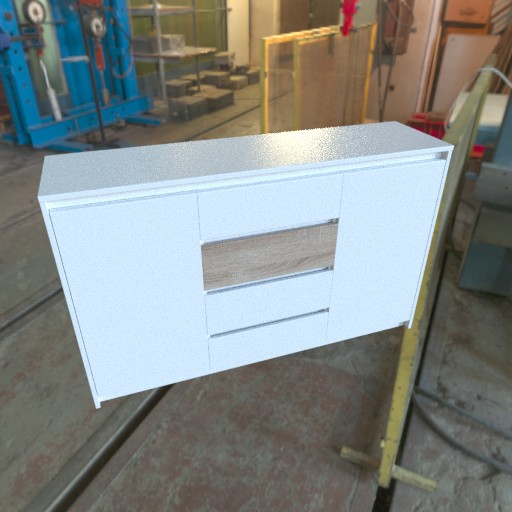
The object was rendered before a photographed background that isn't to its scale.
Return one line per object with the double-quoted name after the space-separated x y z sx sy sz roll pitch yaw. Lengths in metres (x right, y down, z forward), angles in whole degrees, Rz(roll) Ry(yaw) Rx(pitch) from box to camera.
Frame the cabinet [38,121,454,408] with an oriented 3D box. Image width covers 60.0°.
0.000 0.000 1.852 1.450 0.900 0.380 -10 33 -16 "cabinet"
